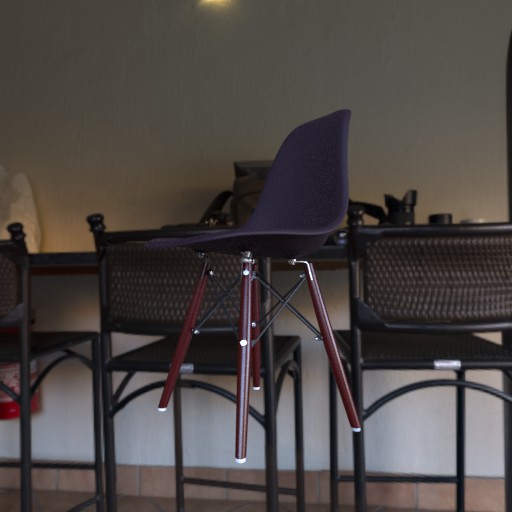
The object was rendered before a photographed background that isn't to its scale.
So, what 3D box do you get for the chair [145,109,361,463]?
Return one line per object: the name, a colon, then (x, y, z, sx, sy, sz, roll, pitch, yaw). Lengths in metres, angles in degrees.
chair: (0.000, 0.000, 1.145, 0.533, 0.826, 0.470, 1, -1, -36)
